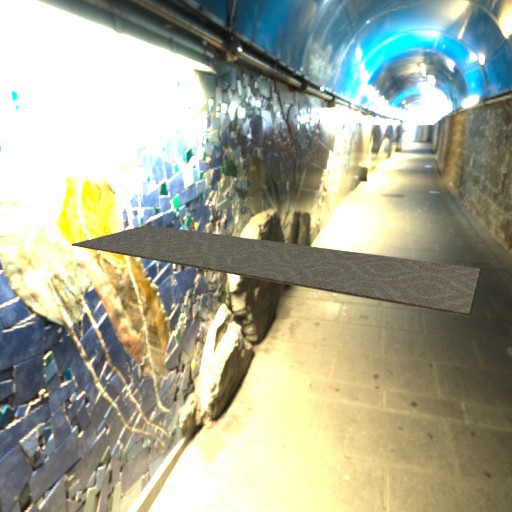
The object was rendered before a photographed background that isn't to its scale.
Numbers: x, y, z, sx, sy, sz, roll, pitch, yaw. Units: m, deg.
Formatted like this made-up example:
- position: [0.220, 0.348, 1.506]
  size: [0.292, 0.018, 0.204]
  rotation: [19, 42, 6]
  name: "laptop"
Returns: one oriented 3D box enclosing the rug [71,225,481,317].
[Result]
- position: [0.000, 0.000, 2.543]
  size: [2.289, 0.013, 0.691]
  rotation: [9, 18, 28]
  name: "rug"
